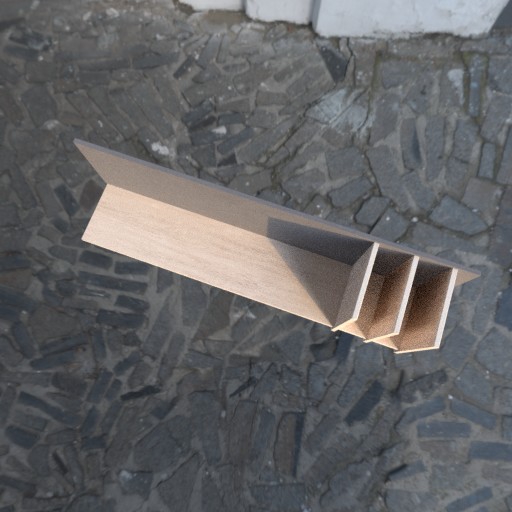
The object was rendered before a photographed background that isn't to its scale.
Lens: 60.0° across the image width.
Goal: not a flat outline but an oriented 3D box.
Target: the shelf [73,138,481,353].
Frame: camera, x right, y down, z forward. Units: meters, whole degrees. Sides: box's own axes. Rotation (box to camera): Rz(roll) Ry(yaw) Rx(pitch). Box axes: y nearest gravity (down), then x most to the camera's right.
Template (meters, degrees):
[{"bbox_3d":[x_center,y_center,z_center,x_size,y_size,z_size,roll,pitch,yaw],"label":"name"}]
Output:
[{"bbox_3d":[0.000,0.000,1.175,1.020,0.300,0.200,19,76,5],"label":"shelf"}]
